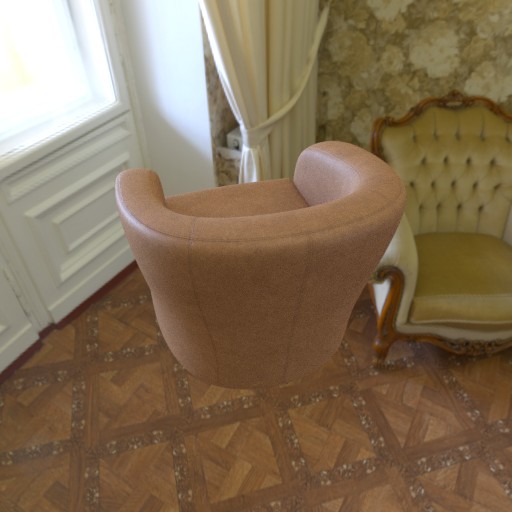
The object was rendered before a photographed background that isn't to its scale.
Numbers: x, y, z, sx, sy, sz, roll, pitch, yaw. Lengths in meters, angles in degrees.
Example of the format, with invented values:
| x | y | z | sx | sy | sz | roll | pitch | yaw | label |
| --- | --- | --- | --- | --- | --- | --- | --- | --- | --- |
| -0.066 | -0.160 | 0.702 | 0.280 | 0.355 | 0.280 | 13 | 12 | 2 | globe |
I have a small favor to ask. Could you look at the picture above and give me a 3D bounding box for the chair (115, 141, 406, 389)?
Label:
| x | y | z | sx | sy | sz | roll | pitch | yaw | label |
| --- | --- | --- | --- | --- | --- | --- | --- | --- | --- |
| 0.000 | 0.000 | 1.462 | 0.791 | 0.771 | 0.815 | -11 | 42 | -12 | chair |
